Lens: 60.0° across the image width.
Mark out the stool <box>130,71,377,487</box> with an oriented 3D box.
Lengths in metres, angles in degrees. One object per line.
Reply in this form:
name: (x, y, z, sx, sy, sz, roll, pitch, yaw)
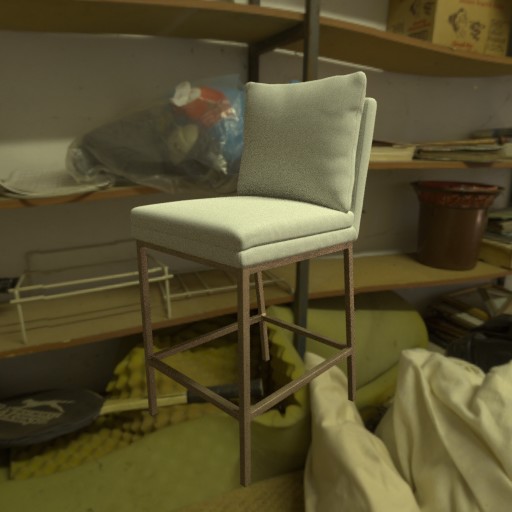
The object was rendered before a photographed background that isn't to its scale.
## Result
stool: (0.000, 0.000, 1.326, 0.463, 1.032, 0.572, 14, 21, 42)
